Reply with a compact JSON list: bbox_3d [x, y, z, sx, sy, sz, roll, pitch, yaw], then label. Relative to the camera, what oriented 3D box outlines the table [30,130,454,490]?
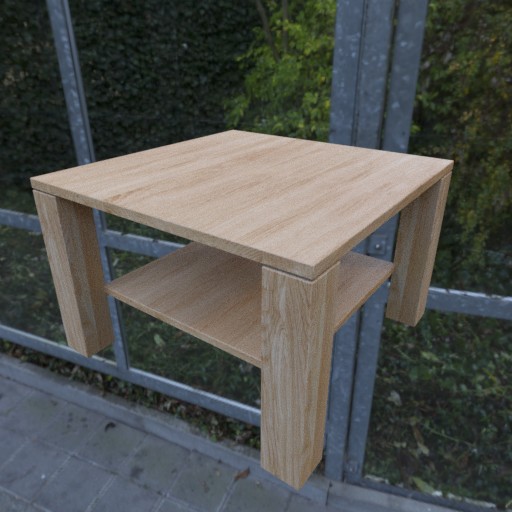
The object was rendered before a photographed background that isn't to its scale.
[{"bbox_3d":[0.000,0.000,1.124,0.700,0.450,0.700,18,31,32],"label":"table"}]
